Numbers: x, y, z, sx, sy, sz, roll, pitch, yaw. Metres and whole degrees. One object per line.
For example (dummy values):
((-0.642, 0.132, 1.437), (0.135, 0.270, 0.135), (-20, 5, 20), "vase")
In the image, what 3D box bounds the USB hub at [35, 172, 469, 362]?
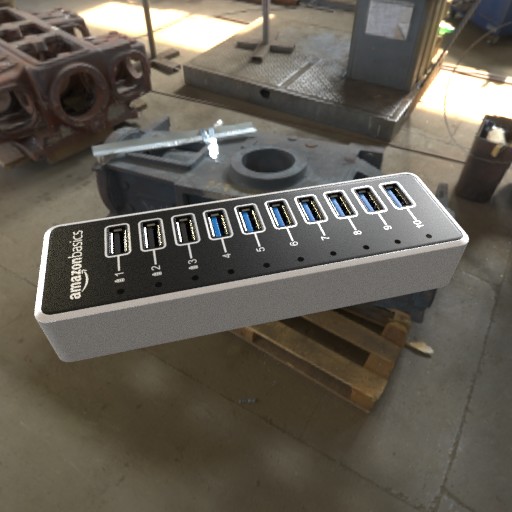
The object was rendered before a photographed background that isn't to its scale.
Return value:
((0.000, 0.000, 0.164), (0.145, 0.023, 0.044), (-10, 47, -10), "USB hub")
